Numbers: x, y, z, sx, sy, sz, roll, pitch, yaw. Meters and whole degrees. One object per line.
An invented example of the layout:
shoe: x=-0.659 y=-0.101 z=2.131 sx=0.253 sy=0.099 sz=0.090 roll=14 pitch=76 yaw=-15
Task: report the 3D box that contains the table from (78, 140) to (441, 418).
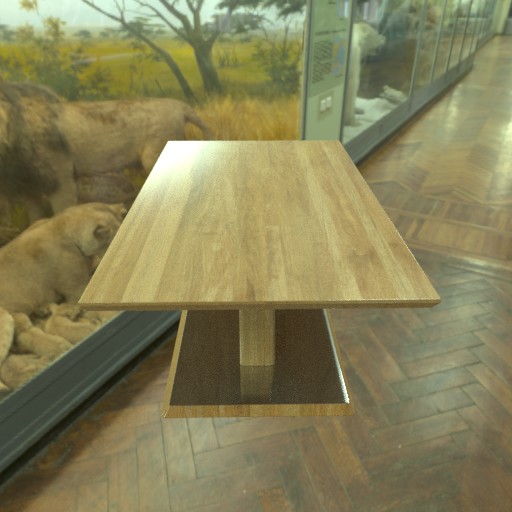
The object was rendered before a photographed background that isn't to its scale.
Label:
table: x=0.000 y=0.000 z=1.427 sx=0.692 sy=0.441 sz=1.100 roll=0 pitch=30 yaw=-1
